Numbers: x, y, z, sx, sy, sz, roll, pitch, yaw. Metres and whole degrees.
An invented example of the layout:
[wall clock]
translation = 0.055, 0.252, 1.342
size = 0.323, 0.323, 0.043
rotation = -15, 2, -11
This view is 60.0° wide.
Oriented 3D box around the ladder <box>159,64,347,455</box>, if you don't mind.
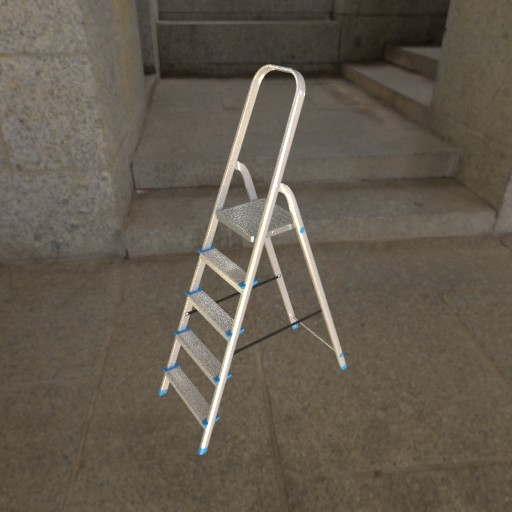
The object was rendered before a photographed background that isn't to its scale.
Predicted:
[ladder]
translation = 0.000, 0.000, 2.097
size = 0.990, 1.648, 0.468
rotation = -20, 37, -30
